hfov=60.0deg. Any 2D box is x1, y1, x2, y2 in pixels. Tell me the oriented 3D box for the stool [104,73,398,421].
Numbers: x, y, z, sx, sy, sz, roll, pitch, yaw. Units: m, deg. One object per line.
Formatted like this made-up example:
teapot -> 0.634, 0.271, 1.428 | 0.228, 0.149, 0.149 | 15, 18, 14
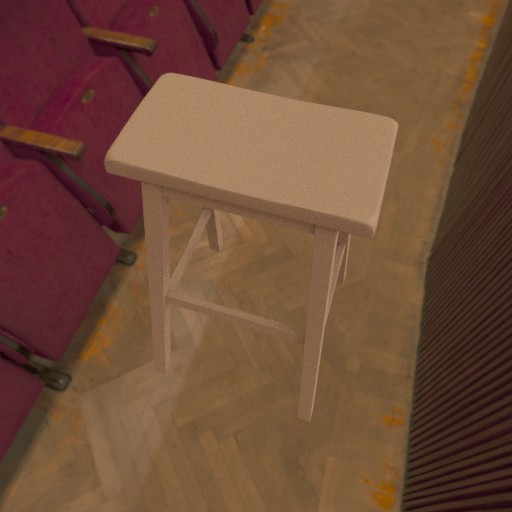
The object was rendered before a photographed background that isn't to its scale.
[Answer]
stool -> 0.000, 0.000, 1.047 | 0.457, 0.737, 0.476 | 15, 59, 9
